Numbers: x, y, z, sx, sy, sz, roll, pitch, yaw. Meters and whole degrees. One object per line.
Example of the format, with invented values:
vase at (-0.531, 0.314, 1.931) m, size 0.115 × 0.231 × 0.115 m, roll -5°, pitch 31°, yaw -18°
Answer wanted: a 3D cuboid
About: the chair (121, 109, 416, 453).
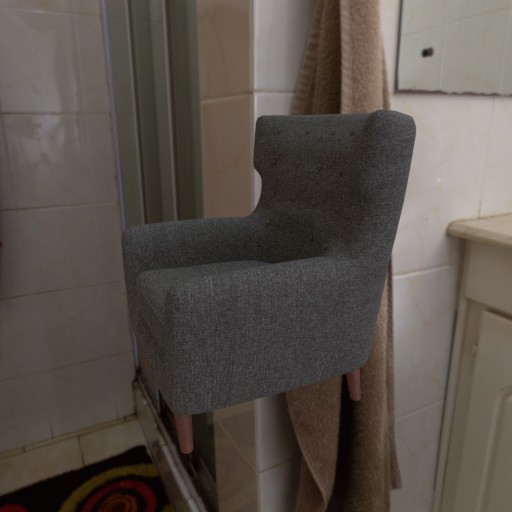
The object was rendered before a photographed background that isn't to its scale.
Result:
chair at (0.000, 0.000, 1.720) m, size 0.904 × 1.063 × 0.878 m, roll -8°, pitch 18°, yaw -24°
